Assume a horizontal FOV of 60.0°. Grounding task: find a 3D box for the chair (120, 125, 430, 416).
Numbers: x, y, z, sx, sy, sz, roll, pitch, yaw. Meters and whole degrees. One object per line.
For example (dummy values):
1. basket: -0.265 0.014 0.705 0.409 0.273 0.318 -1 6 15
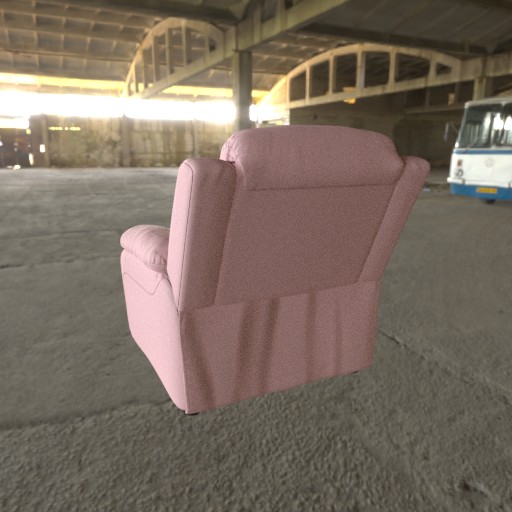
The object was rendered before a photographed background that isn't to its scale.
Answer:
1. chair: 0.000 0.000 1.283 0.680 0.702 0.709 -6 15 -25
